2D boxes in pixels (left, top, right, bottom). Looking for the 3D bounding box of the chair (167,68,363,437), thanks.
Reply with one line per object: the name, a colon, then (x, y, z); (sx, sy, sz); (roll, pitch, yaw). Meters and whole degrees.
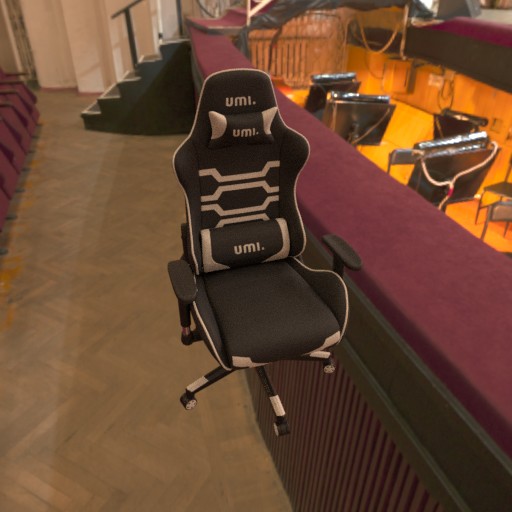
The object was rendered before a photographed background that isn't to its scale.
chair: (0.000, 0.000, 1.651); (0.700, 1.240, 0.700); (-10, 33, -15)
